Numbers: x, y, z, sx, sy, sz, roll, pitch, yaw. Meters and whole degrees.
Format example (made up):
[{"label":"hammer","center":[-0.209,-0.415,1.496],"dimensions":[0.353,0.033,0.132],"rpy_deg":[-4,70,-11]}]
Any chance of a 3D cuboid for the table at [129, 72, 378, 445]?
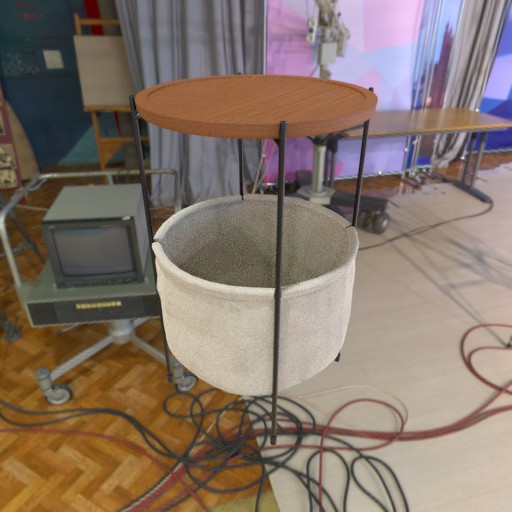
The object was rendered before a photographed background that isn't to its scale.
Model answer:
[{"label":"table","center":[0.000,0.000,0.880],"dimensions":[0.393,0.623,0.393],"rpy_deg":[20,36,30]}]
